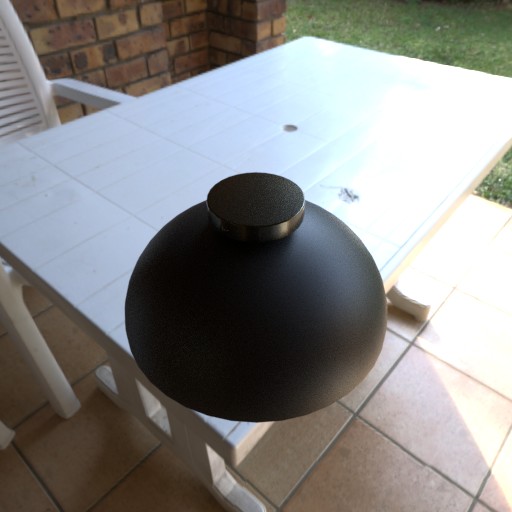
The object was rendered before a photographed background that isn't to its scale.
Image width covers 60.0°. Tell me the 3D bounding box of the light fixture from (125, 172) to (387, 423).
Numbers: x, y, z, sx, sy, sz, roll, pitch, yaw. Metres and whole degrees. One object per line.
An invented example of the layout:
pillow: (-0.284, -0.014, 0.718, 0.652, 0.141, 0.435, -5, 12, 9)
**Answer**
light fixture: (0.000, 0.000, 0.562, 0.355, 0.177, 0.355, 0, 41, 0)
